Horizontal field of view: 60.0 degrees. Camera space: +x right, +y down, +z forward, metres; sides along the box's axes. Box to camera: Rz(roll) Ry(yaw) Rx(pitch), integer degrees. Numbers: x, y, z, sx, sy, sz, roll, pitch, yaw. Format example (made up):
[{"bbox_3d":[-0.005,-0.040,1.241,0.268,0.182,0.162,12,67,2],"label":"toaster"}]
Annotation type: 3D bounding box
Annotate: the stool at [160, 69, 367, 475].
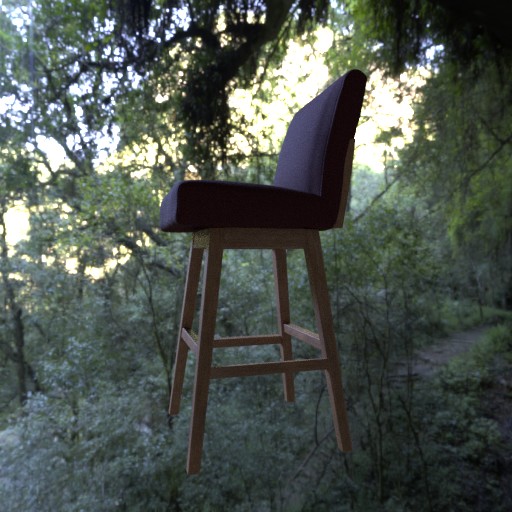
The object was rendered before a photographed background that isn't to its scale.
[{"bbox_3d":[0.000,0.000,1.392,0.562,1.093,0.468,0,1,-17],"label":"stool"}]
